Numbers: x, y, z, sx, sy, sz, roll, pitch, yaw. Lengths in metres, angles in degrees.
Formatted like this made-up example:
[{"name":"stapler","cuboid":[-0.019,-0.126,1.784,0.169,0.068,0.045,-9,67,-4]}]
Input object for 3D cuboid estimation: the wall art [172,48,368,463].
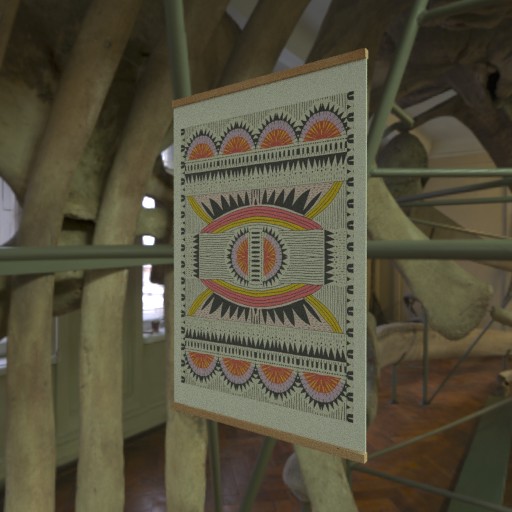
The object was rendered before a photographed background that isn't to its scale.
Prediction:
[{"name":"wall art","cuboid":[0.000,0.000,1.931,0.999,1.533,0.028,0,1,35]}]
